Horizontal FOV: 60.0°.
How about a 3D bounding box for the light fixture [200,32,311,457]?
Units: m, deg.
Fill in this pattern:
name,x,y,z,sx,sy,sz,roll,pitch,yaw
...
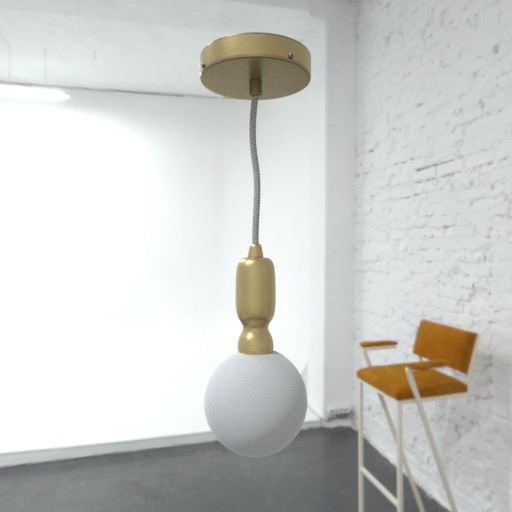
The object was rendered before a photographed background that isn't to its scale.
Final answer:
name,x,y,z,sx,sy,sz,roll,pitch,yaw
light fixture,0.000,0.000,0.575,0.147,0.510,0.146,0,0,-35
